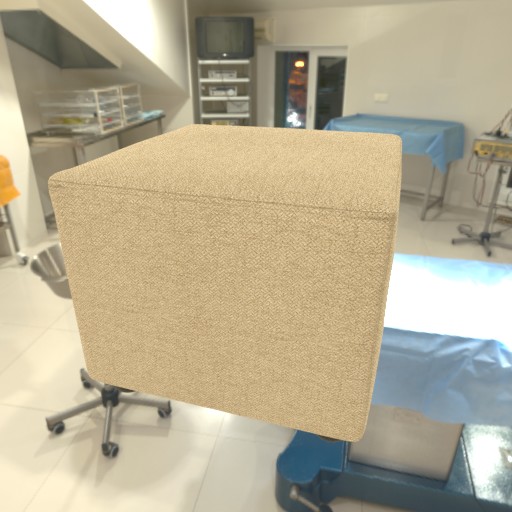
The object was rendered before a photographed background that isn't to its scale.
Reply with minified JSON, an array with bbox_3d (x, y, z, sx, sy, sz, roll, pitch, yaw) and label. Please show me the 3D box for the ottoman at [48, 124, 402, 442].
[{"bbox_3d":[0.000,0.000,0.871,0.508,0.432,0.508,8,27,16],"label":"ottoman"}]
